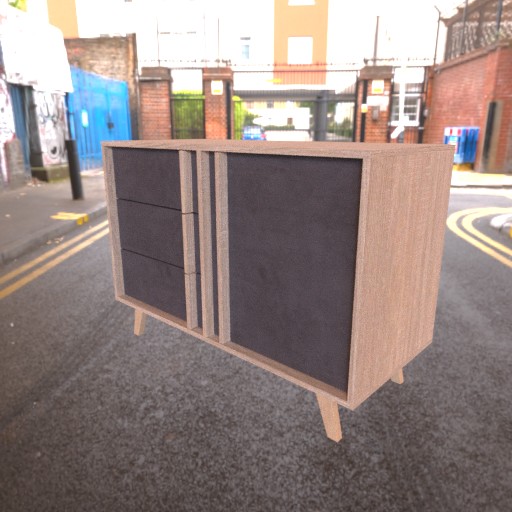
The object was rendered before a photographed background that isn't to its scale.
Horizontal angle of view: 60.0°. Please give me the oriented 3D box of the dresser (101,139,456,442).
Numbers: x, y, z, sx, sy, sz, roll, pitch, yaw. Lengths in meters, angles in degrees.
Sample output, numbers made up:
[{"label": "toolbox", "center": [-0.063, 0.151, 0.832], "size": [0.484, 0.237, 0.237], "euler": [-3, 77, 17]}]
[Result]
[{"label": "dresser", "center": [0.000, 0.000, 1.573], "size": [1.110, 0.780, 0.500], "euler": [14, 21, 40]}]
